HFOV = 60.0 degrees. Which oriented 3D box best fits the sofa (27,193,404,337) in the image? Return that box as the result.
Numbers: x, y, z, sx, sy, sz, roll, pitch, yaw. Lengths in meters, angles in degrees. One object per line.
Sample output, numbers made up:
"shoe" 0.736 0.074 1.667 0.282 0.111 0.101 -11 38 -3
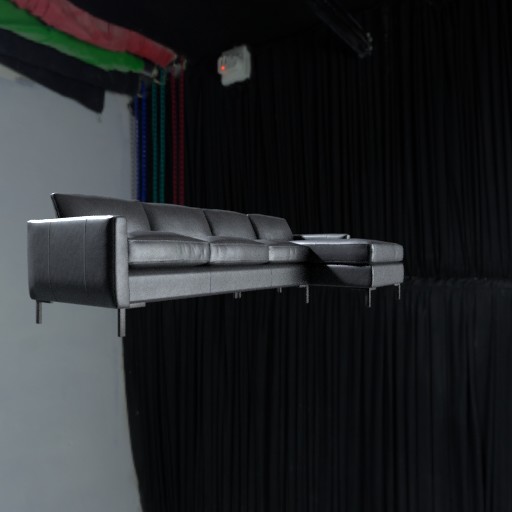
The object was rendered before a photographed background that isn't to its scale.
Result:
"sofa" 0.000 0.000 3.586 1.471 0.859 2.993 0 0 36
